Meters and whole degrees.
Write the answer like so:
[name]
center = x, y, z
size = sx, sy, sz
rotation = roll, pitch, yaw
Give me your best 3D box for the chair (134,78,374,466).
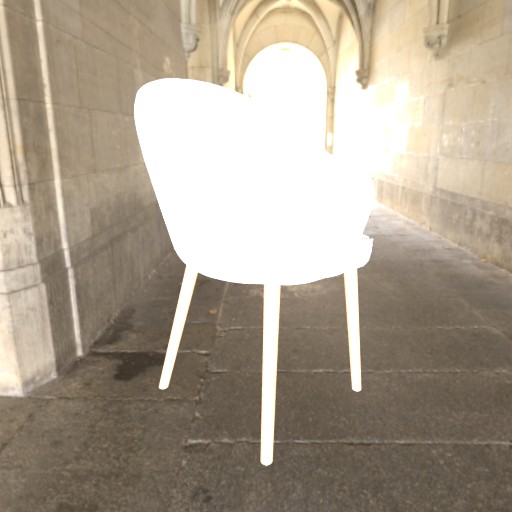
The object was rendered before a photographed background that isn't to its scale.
[chair]
center = 0.000, 0.000, 1.131
size = 0.530, 0.800, 0.540
rotation = -14, 20, -42
